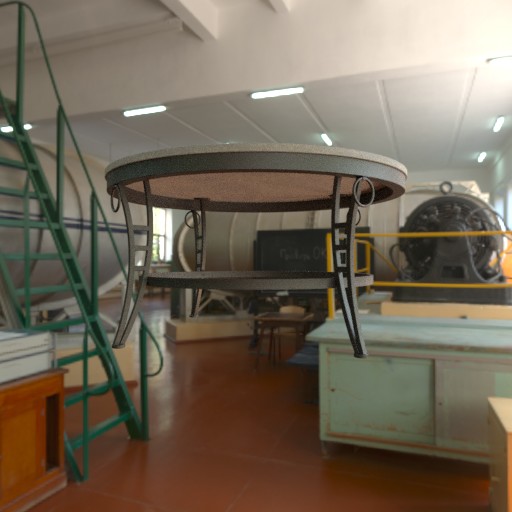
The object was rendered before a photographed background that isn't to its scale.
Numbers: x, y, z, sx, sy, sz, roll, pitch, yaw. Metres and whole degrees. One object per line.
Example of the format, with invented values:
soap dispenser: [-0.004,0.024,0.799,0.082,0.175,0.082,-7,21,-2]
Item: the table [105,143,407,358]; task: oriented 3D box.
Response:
table: [0.000,0.000,1.374,0.889,0.470,0.889,0,0,0]
